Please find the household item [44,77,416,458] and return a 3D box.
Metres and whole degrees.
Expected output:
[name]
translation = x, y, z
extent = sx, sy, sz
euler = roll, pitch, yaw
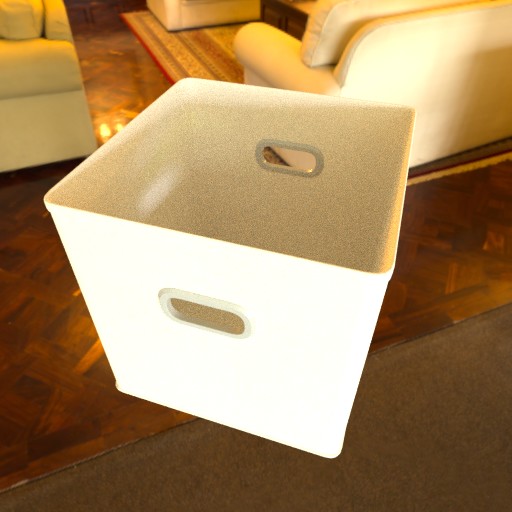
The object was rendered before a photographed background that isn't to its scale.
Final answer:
[household item]
translation = 0.000, 0.000, 0.557
extent = 0.305, 0.305, 0.305
euler = 13, 44, 13
